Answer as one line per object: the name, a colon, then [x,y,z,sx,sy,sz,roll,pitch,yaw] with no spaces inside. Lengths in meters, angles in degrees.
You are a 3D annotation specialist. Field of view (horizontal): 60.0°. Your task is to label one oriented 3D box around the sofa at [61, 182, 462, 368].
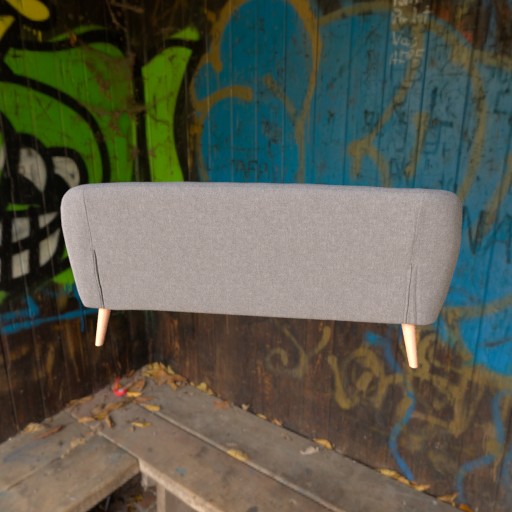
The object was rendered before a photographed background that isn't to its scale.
sofa: [0.000,0.000,2.233,1.840,0.820,0.820,2,16,8]
